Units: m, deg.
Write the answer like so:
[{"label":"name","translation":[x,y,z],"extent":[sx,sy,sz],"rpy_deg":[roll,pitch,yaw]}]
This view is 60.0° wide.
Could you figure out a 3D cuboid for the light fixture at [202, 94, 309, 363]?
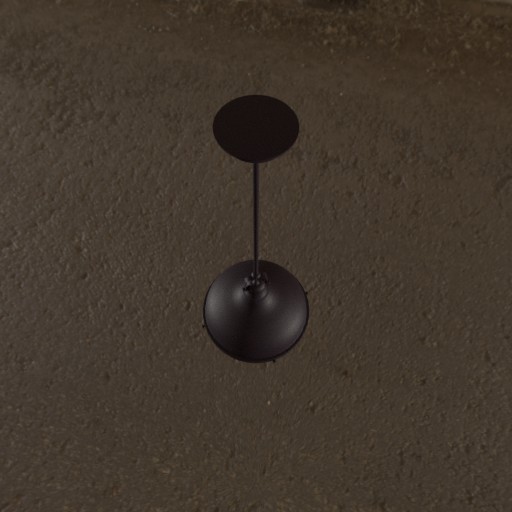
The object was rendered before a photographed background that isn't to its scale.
[{"label":"light fixture","translation":[0.000,0.000,1.041],"extent":[0.341,0.849,0.341],"rpy_deg":[-17,64,-8]}]
